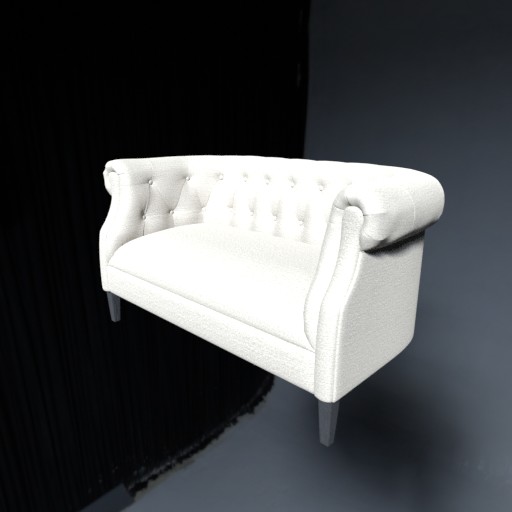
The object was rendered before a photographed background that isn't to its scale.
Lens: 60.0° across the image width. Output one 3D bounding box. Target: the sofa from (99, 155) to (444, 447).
[{"bbox_3d":[0.000,0.000,2.016,1.558,0.827,0.835,15,22,42],"label":"sofa"}]
